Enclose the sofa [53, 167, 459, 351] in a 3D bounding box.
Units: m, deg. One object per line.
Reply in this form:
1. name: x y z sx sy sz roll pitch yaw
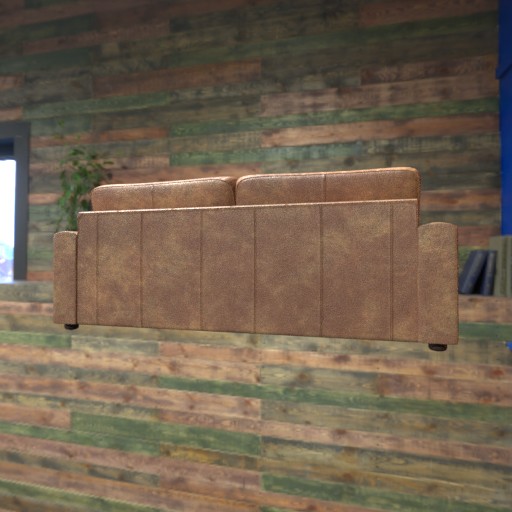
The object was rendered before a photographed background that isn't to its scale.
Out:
1. sofa: 0.000 0.000 2.741 2.179 0.873 1.016 0 -1 18
